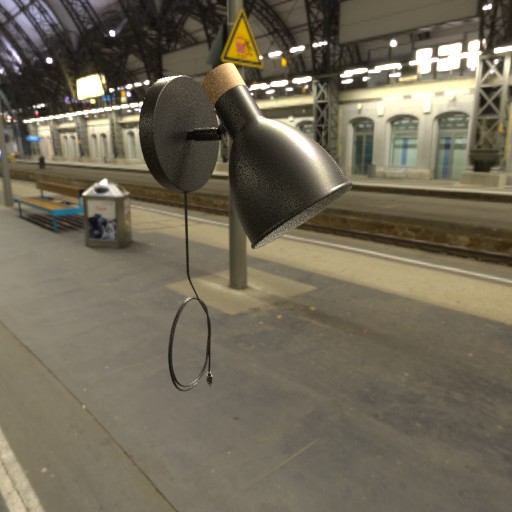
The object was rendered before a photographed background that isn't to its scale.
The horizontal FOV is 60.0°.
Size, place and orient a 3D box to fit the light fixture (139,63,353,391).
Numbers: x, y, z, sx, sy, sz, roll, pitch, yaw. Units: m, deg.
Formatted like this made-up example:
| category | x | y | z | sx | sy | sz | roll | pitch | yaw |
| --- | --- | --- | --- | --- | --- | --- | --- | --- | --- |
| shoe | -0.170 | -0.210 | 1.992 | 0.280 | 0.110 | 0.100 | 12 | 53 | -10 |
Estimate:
| category | x | y | z | sx | sy | sz | roll | pitch | yaw |
| --- | --- | --- | --- | --- | --- | --- | --- | --- | --- |
| light fixture | 0.000 | 0.000 | 0.490 | 0.203 | 0.401 | 0.127 | 7 | 15 | 26 |
